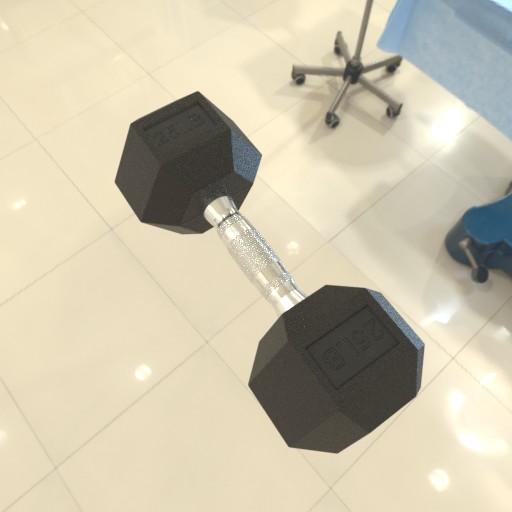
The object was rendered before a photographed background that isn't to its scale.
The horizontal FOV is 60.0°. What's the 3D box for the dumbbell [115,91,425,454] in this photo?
[{"bbox_3d":[0.000,0.000,0.373,0.129,0.113,0.315,-32,68,-14],"label":"dumbbell"}]
